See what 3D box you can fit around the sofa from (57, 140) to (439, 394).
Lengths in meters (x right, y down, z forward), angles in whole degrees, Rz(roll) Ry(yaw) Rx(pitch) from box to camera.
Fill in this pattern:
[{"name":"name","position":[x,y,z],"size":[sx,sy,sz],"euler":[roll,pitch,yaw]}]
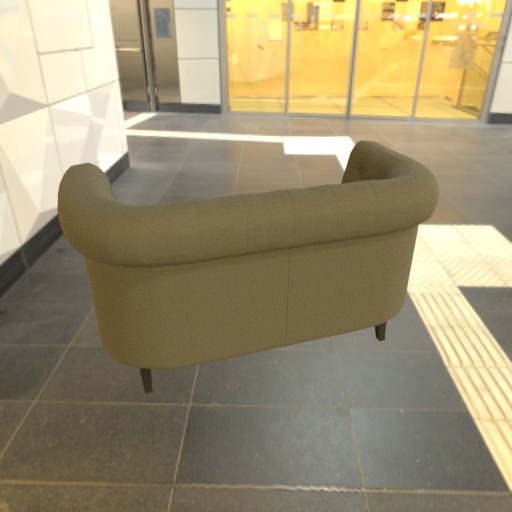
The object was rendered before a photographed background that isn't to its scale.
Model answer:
[{"name":"sofa","position":[0.000,0.000,2.000],"size":[1.558,0.827,0.835],"euler":[-9,29,-16]}]
